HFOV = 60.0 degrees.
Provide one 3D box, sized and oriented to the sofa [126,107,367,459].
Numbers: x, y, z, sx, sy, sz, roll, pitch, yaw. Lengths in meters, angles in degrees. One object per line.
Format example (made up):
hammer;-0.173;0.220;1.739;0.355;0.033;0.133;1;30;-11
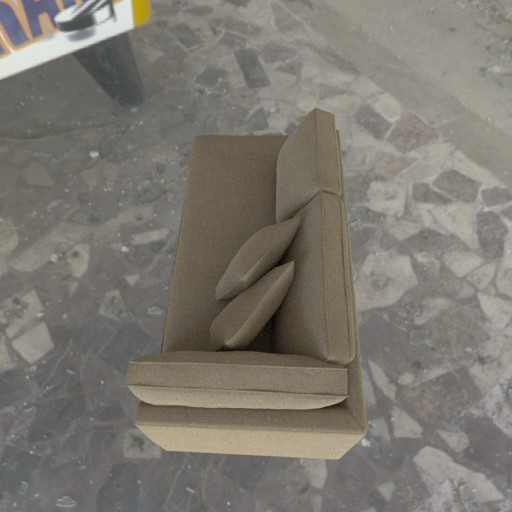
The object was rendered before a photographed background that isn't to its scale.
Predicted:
sofa;0.000;0.000;2.837;1.110;1.019;2.238;2;58;1
